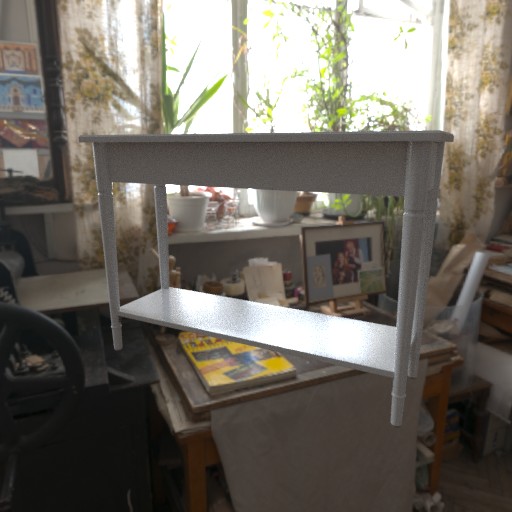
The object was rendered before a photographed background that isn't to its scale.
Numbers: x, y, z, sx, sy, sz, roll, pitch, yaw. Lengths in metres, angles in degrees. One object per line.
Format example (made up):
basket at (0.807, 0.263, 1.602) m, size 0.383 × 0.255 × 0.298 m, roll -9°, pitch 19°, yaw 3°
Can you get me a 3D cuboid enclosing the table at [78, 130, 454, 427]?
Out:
table at (0.000, 0.000, 1.418) m, size 1.067 × 0.749 × 0.381 m, roll 7°, pitch 16°, yaw 26°
